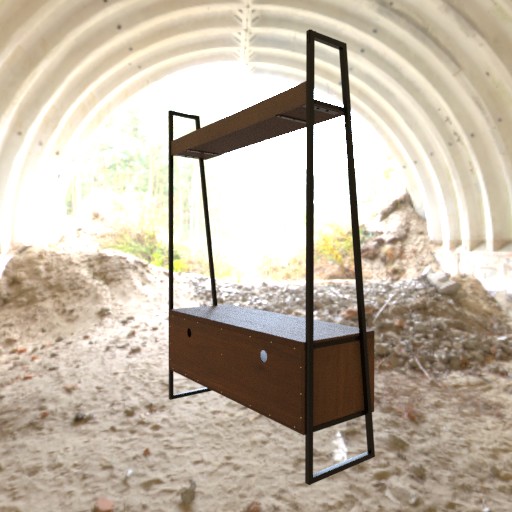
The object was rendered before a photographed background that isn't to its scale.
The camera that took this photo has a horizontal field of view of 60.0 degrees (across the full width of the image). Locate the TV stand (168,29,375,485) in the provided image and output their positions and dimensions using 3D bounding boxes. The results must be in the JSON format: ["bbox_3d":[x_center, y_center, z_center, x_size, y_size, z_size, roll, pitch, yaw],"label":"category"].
[{"bbox_3d":[0.000,0.000,2.341,0.432,1.772,1.250,-1,1,-37],"label":"TV stand"}]
